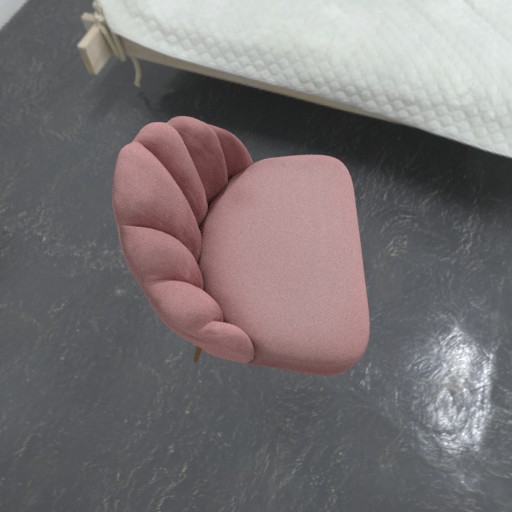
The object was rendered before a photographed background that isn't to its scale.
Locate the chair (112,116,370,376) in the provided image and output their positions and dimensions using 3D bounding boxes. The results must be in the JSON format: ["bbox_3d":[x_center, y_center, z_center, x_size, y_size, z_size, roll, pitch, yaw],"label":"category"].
[{"bbox_3d":[0.000,0.000,1.284,0.599,0.819,0.657,0,64,0],"label":"chair"}]
